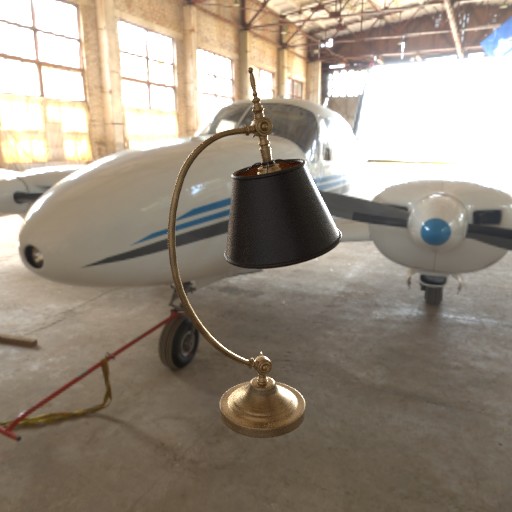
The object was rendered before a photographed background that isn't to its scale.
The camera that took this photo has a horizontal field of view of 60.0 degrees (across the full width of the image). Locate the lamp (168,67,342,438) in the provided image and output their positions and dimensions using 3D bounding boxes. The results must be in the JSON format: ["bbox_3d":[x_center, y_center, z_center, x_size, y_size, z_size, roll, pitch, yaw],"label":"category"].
[{"bbox_3d":[0.000,0.000,0.853,0.344,0.675,0.235,-7,16,-26],"label":"lamp"}]
